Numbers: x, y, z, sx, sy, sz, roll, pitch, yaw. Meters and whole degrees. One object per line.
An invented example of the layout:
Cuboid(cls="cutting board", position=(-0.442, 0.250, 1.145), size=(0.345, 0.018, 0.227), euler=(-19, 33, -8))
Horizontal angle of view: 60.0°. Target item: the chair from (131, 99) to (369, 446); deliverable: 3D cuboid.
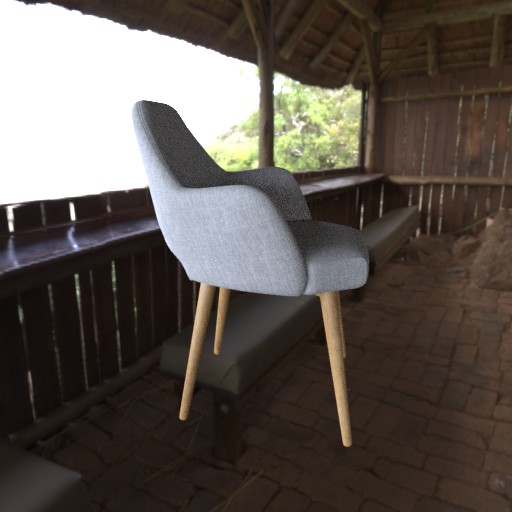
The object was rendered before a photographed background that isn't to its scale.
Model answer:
Cuboid(cls="chair", position=(0.000, 0.000, 1.261), size=(0.610, 0.840, 0.590), euler=(3, 16, 9))
